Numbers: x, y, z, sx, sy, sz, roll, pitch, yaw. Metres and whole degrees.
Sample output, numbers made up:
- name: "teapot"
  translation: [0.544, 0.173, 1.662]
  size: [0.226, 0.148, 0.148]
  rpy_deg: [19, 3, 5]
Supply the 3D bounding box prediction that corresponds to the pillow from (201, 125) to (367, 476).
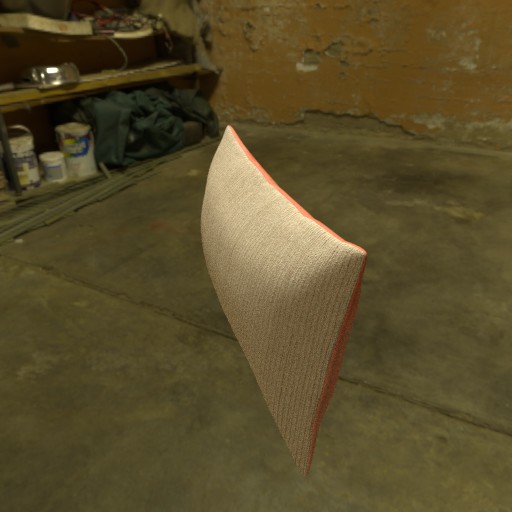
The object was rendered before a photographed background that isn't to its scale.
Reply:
- name: "pillow"
  translation: [0.000, 0.000, 0.743]
  size: [0.155, 0.307, 0.608]
  rpy_deg: [-7, 29, -14]
